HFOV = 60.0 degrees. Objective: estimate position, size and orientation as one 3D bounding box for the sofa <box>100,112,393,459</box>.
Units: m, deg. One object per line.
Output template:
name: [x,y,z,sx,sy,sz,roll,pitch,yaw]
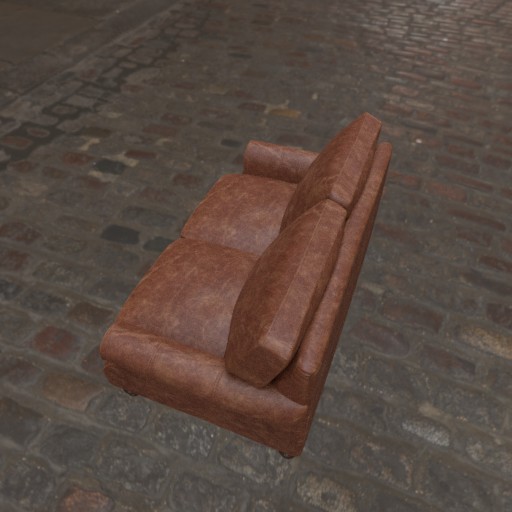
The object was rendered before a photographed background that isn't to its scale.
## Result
sofa: [0.000,0.000,2.206,0.990,0.967,1.616,16,48,15]
